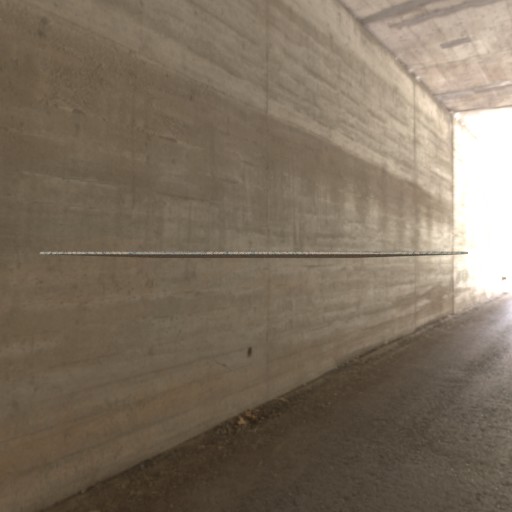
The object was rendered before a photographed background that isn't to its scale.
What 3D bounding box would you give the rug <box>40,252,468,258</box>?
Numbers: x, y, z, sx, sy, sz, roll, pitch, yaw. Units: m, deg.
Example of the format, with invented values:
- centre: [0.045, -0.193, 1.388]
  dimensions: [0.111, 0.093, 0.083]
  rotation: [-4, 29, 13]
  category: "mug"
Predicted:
- centre: [0.000, 0.000, 4.050]
  dimensions: [2.457, 0.015, 3.049]
  rotation: [0, -1, 1]
  category: "rug"
